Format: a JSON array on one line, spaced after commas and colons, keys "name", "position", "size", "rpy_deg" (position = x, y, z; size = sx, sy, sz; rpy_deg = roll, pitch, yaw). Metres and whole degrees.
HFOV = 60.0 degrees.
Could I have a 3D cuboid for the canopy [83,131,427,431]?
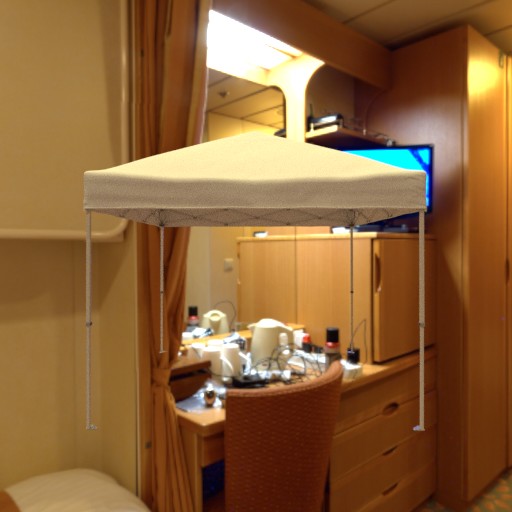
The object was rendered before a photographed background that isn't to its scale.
[{"name": "canopy", "position": [0.000, 0.000, 5.326], "size": [2.996, 2.997, 2.998], "rpy_deg": [0, 1, 0]}]
